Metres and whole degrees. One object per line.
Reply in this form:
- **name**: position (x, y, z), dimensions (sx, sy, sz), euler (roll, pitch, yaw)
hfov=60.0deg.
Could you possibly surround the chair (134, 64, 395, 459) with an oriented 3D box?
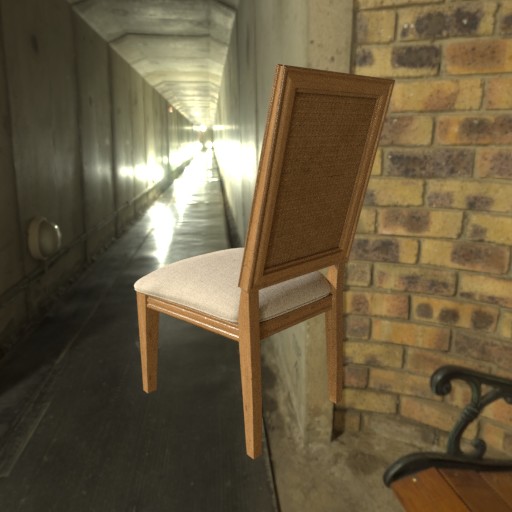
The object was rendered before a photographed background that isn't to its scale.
- **chair**: position (0.000, 0.000, 1.341), dimensions (0.536, 0.988, 0.601), euler (-15, 22, -41)
